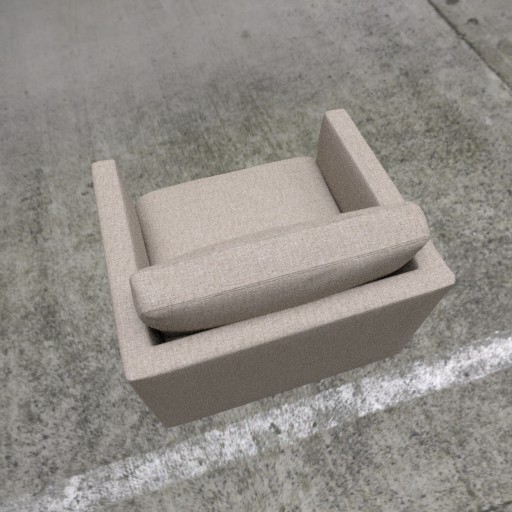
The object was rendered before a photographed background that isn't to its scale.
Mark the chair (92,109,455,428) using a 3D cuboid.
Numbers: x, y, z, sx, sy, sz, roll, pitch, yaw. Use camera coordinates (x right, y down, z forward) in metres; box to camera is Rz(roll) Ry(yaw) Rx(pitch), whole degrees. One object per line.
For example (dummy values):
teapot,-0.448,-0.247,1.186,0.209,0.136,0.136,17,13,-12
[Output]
chair,0.000,0.000,1.824,1.107,0.961,0.959,-15,59,-9
